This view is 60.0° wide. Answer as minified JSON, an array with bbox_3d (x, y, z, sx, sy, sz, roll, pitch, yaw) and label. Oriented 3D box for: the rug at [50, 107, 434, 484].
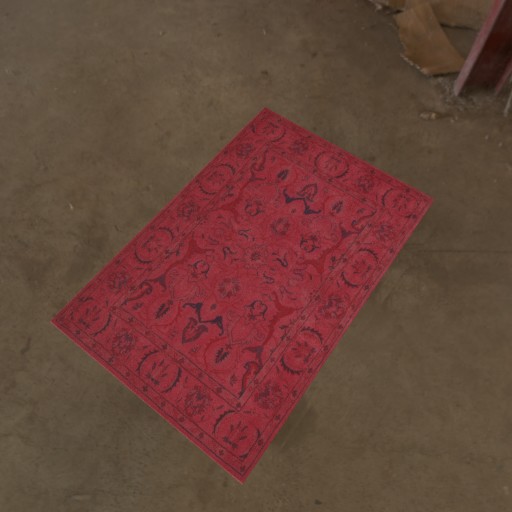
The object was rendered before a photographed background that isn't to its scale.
[{"bbox_3d":[0.000,0.000,2.375,1.209,0.008,1.814,33,67,16],"label":"rug"}]
